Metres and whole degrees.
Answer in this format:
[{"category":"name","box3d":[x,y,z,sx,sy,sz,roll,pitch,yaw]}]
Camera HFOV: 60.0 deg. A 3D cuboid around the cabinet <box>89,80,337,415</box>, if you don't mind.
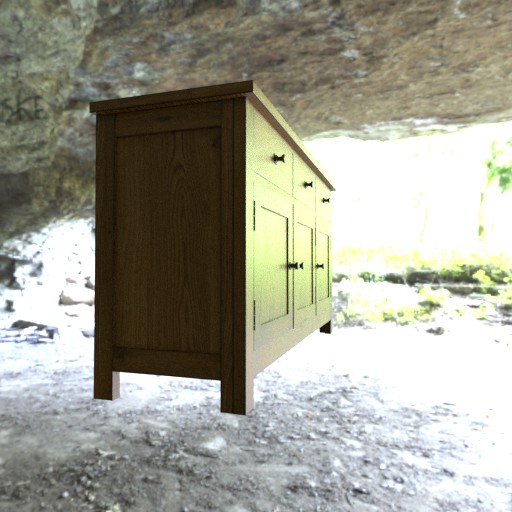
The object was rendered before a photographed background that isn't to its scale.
[{"category":"cabinet","box3d":[0.000,0.000,1.831,0.480,0.813,1.474,0,-2,18]}]
